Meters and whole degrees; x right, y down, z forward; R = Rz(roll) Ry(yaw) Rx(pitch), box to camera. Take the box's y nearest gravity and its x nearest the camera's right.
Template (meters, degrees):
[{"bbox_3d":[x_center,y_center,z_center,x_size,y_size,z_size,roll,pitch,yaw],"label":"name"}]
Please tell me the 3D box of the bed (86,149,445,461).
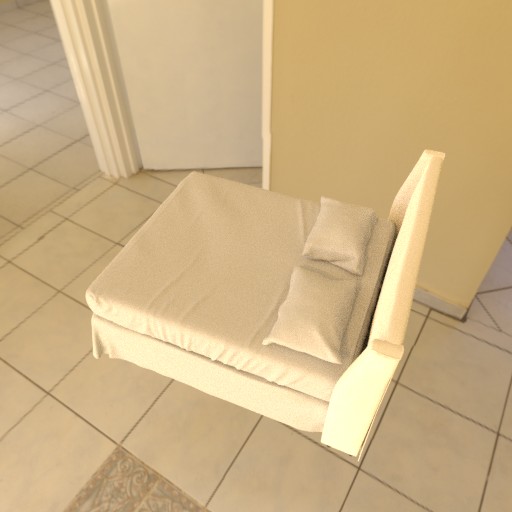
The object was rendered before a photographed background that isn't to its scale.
[{"bbox_3d":[0.000,0.000,3.430,2.276,1.332,1.925,17,48,16],"label":"bed"}]
